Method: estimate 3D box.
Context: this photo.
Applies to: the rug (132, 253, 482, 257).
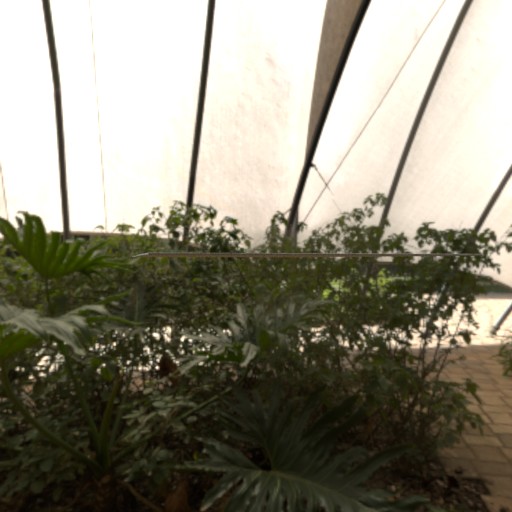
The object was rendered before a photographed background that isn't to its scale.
[{"bbox_3d":[0.000,0.000,2.921,1.522,0.008,2.284,0,0,-17],"label":"rug"}]
